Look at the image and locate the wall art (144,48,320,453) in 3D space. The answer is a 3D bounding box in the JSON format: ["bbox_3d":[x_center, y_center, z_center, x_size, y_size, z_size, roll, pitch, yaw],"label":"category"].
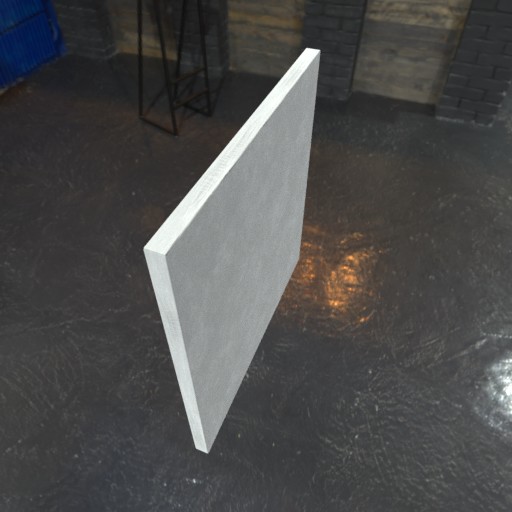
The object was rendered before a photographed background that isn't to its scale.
[{"bbox_3d":[0.000,0.000,0.454,0.015,0.303,0.303,16,49,15],"label":"wall art"}]
